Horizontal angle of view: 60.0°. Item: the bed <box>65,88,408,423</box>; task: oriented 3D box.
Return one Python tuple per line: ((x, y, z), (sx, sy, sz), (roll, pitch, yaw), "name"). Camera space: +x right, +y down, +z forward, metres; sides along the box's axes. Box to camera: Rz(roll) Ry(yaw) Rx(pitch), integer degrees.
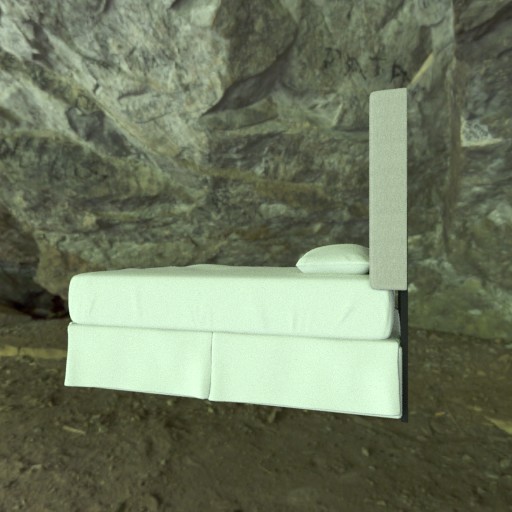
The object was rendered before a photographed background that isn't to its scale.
((0.000, 0.000, 3.254), (2.066, 1.665, 1.719), (0, 0, 17), "bed")
